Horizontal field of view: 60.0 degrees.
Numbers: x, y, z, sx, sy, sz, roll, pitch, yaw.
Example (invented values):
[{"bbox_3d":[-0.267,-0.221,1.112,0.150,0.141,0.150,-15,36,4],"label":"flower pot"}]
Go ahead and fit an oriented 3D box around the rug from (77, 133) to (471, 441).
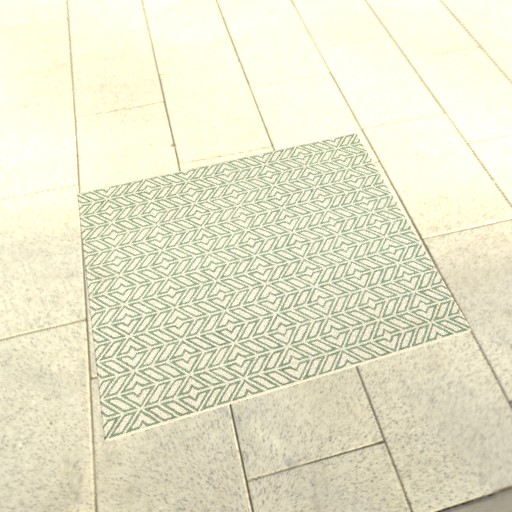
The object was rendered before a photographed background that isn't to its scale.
[{"bbox_3d":[0.000,0.000,4.096,3.050,0.017,2.441,-14,60,-9],"label":"rug"}]
